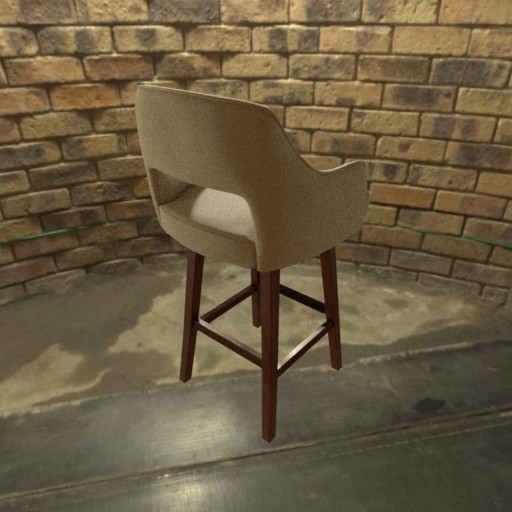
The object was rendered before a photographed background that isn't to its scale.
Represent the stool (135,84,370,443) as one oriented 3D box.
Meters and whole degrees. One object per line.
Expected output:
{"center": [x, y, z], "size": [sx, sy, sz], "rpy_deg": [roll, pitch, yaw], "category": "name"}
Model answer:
{"center": [0.000, 0.000, 1.376], "size": [0.550, 1.041, 0.560], "rpy_deg": [23, 36, 34], "category": "stool"}
